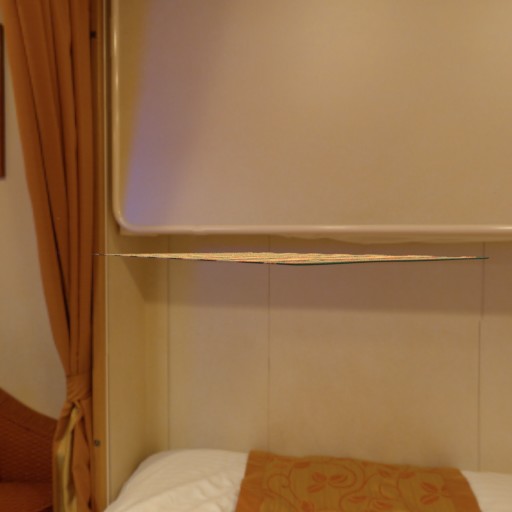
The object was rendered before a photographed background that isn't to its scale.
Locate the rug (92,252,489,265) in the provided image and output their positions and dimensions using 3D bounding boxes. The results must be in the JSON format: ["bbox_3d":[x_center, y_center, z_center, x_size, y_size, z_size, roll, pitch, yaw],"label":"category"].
[{"bbox_3d":[0.000,0.000,3.072,1.520,0.011,2.447,-1,2,-37],"label":"rug"}]
